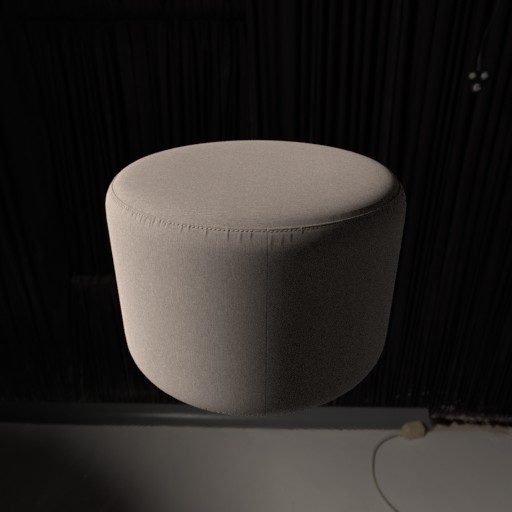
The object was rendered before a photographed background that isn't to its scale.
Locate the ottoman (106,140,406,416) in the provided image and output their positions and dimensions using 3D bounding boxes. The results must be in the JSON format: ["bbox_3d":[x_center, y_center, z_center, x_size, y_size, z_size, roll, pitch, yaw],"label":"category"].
[{"bbox_3d":[0.000,0.000,1.000,0.608,0.433,0.608,0,26,0],"label":"ottoman"}]
